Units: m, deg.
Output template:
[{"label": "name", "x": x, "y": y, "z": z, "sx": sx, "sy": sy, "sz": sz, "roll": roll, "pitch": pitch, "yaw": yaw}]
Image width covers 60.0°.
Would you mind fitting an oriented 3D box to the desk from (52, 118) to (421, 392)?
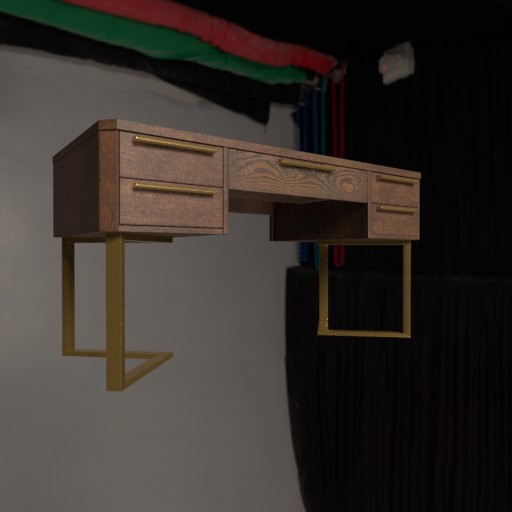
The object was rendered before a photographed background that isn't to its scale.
[{"label": "desk", "x": 0.000, "y": 0.000, "z": 1.885, "sx": 1.479, "sy": 0.762, "sz": 0.684, "roll": 0, "pitch": 1, "yaw": -36}]
